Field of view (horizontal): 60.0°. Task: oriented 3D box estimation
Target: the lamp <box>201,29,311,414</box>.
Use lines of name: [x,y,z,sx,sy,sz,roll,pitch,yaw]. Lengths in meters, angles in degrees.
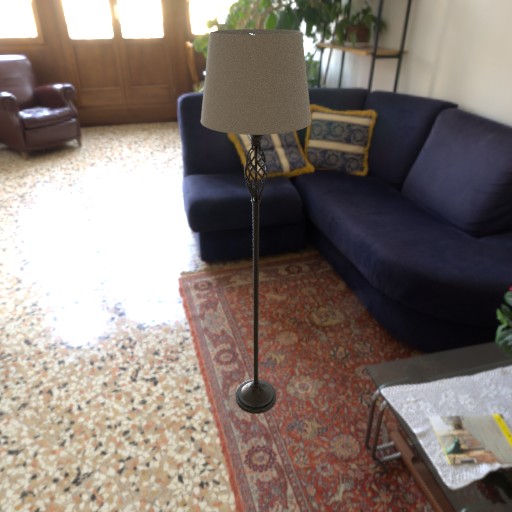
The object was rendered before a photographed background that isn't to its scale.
lamp: [0.000,0.000,1.795,0.379,1.623,0.379,0,30,0]
